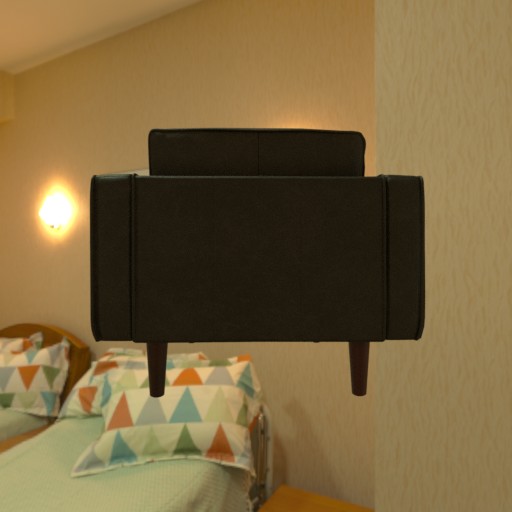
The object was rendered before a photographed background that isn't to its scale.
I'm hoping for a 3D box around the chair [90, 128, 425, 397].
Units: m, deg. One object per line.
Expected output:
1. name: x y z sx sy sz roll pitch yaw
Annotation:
1. chair: 0.000 0.000 1.587 0.889 0.763 0.914 0 0 -1
